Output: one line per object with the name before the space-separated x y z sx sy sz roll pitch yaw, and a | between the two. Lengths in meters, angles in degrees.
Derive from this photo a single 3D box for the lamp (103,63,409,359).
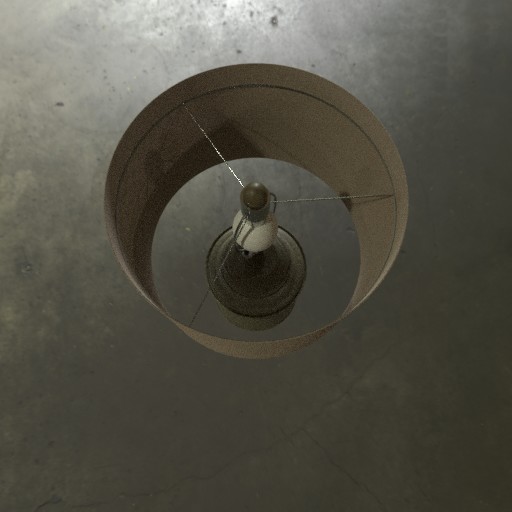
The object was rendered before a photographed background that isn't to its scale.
lamp | 0.000 0.000 0.693 0.318 0.486 0.318 0 73 0
